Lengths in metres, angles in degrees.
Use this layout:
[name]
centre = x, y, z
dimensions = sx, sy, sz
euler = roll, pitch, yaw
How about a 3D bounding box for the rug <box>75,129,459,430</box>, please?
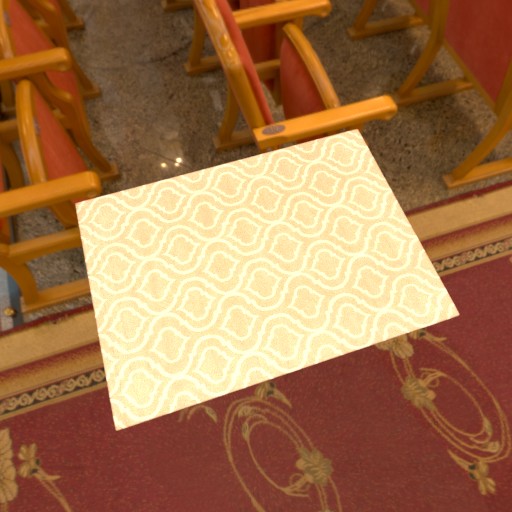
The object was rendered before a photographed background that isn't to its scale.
[rug]
centre = 0.000, 0.000, 4.557
dimensions = 3.353, 0.010, 2.438
euler = -16, 66, -8
